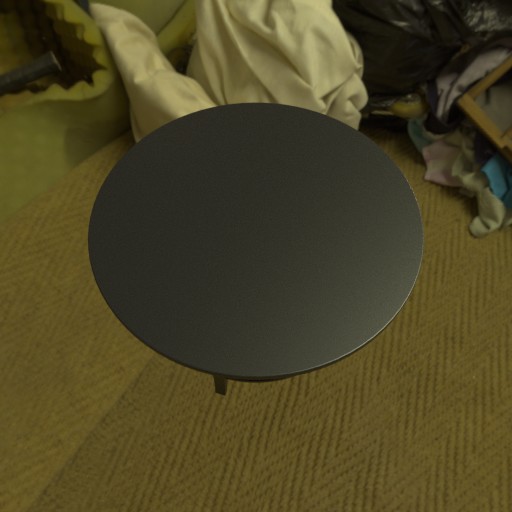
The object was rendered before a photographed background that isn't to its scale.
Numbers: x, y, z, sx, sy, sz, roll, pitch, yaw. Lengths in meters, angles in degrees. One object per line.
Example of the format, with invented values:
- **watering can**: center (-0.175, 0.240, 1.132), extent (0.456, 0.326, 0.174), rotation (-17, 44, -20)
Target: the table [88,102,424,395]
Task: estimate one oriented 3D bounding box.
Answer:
- **table**: center (0.000, 0.000, 1.421), extent (0.914, 0.457, 0.914), rotation (0, 58, 0)
